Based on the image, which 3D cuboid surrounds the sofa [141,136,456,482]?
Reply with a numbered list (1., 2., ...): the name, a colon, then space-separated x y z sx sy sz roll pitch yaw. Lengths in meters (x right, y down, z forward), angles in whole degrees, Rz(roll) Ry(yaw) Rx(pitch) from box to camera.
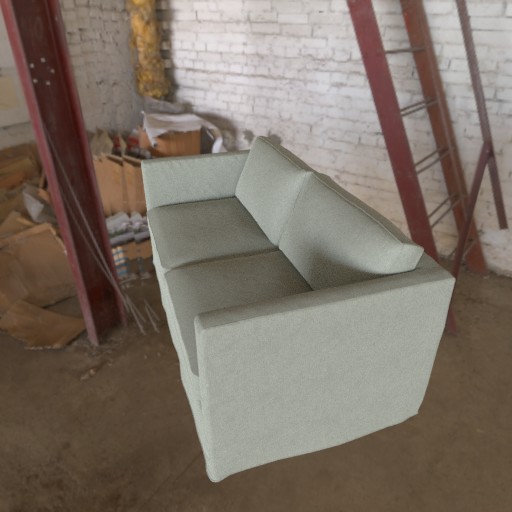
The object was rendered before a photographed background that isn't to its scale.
1. sofa: 0.000 0.000 2.256 0.944 0.830 1.727 -9 31 -16
